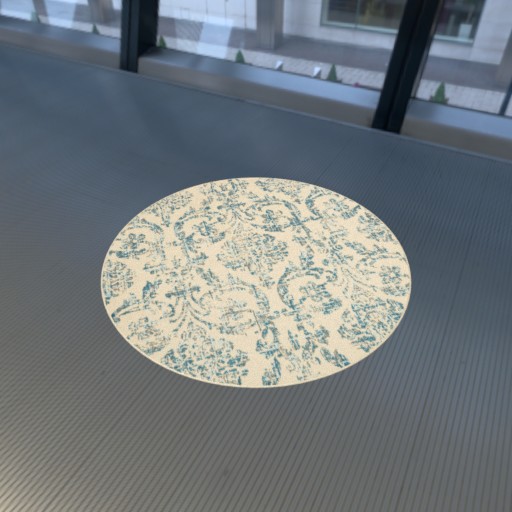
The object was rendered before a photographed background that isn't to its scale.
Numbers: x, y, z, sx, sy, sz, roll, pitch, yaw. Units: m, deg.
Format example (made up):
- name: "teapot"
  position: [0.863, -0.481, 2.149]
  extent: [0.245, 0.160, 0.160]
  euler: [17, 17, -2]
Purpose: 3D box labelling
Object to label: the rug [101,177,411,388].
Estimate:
- name: "rug"
  position: [0.000, 0.000, 2.352]
  extent: [1.593, 0.012, 1.593]
  euler: [0, 41, 0]
